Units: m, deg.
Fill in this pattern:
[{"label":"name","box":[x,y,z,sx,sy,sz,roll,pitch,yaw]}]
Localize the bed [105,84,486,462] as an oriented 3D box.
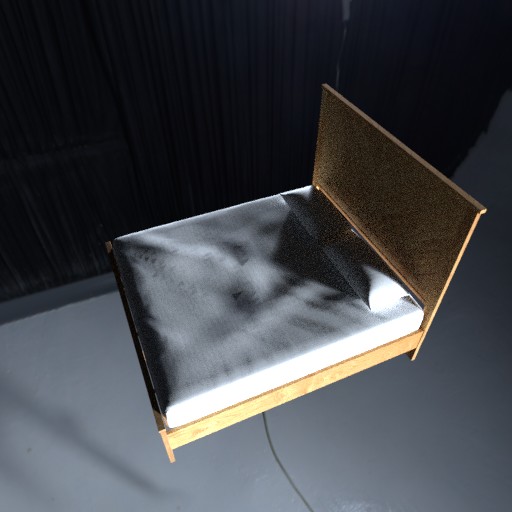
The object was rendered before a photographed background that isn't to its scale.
[{"label":"bed","box":[0.000,0.000,3.591,2.201,1.686,1.936,-17,47,-16]}]
